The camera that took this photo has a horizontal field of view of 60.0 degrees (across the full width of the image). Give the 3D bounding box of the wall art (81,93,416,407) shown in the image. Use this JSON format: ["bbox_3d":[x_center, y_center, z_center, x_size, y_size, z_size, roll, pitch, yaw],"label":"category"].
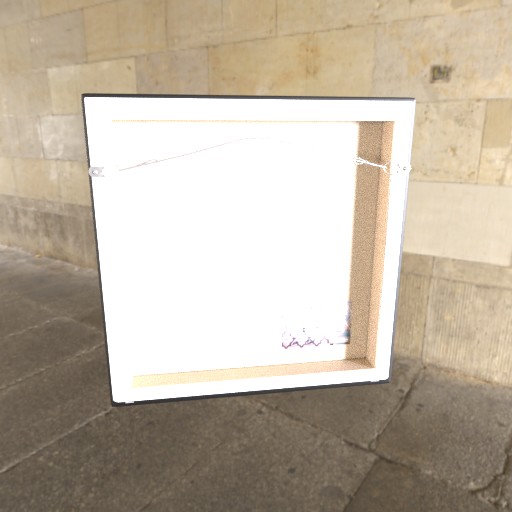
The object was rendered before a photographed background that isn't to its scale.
[{"bbox_3d":[0.000,0.000,0.598,0.406,0.407,0.041,-2,15,-8],"label":"wall art"}]
